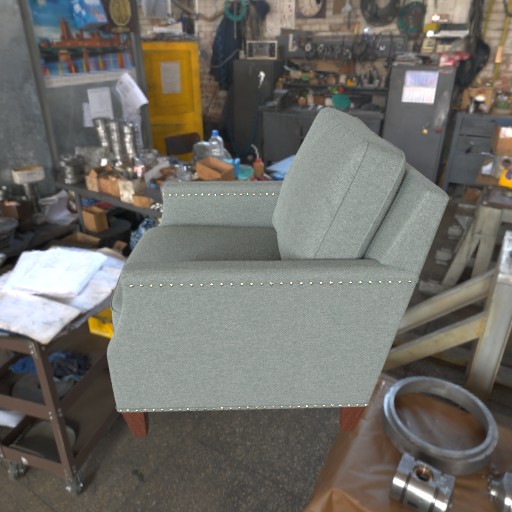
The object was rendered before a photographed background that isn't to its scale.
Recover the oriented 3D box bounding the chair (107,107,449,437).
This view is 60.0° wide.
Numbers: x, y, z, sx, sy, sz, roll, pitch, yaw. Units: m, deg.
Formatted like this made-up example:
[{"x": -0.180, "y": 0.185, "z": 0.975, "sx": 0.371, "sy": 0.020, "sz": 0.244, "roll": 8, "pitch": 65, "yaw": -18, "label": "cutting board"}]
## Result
[{"x": 0.000, "y": 0.000, "z": 1.738, "sx": 1.031, "sy": 1.031, "sz": 0.885, "roll": -1, "pitch": 27, "yaw": -2, "label": "chair"}]
